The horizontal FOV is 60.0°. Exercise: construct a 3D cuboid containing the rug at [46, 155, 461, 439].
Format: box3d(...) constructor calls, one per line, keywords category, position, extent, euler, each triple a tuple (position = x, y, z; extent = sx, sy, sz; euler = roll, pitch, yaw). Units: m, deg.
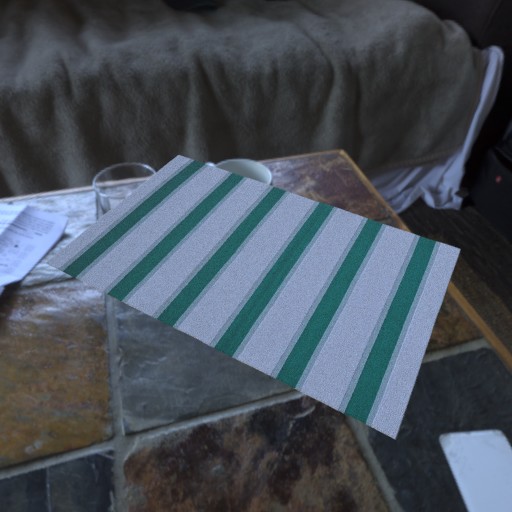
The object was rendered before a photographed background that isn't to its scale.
box3d(category="rug", position=(0.000, 0.000, 3.056), extent=(2.436, 0.015, 1.521), euler=(22, 49, 20))
